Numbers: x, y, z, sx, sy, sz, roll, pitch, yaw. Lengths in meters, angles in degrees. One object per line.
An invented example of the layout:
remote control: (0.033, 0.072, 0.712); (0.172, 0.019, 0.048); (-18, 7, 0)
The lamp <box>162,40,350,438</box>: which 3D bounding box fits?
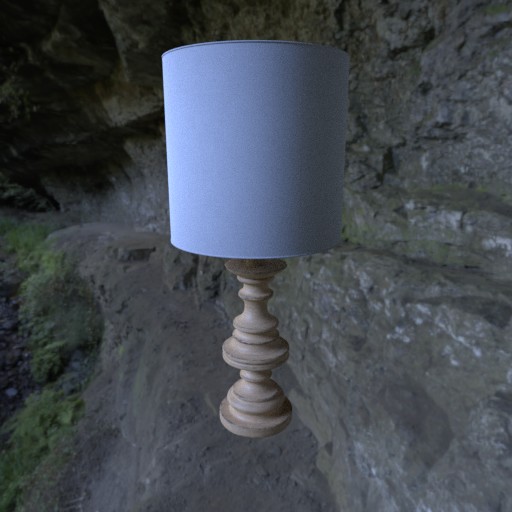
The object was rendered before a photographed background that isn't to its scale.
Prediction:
lamp: (0.000, 0.000, 0.557); (0.208, 0.455, 0.208); (2, 15, 9)
